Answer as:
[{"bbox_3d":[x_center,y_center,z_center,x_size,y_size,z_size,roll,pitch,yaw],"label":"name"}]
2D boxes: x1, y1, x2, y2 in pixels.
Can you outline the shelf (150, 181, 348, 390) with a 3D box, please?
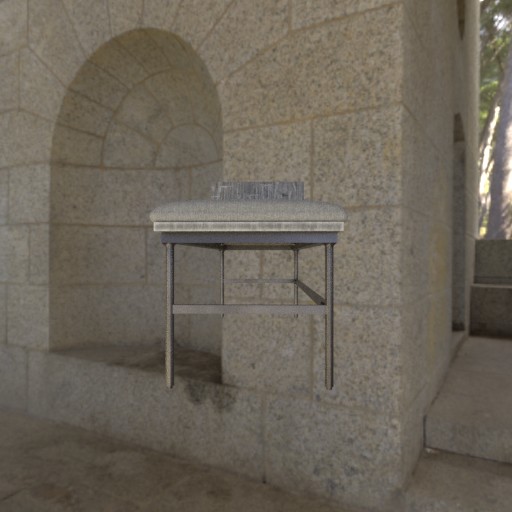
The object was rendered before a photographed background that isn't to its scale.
[{"bbox_3d":[0.000,0.000,1.666,0.457,0.633,1.342,0,0,1],"label":"shelf"}]
